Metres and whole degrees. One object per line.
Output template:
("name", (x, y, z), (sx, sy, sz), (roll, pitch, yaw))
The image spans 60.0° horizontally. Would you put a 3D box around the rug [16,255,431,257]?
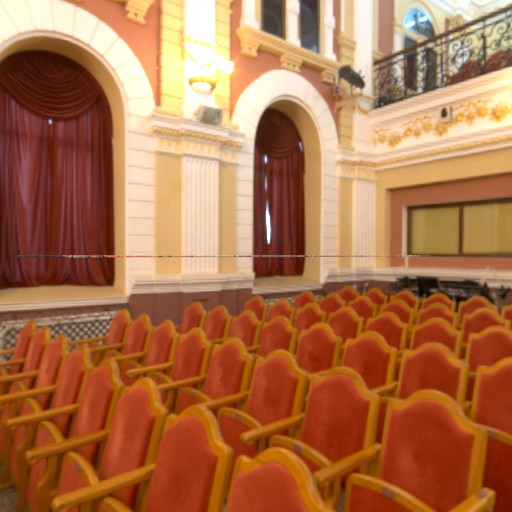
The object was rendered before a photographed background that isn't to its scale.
("rug", (0.000, 0.000, 2.582), (2.362, 0.008, 0.832), (0, 0, -38))
